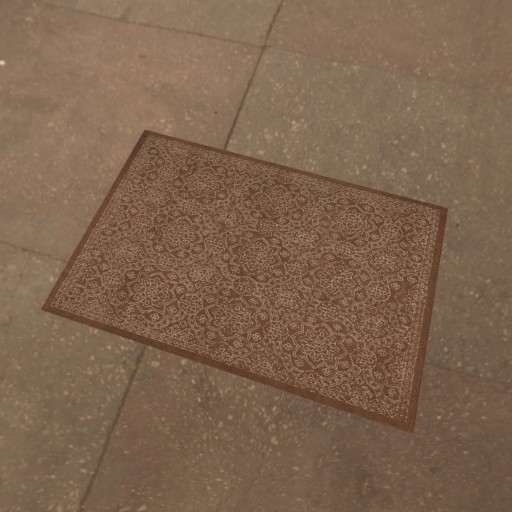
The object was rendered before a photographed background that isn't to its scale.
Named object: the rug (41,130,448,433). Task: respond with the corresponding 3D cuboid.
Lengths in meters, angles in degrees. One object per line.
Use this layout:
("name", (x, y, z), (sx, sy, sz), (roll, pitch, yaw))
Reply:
("rug", (0.000, 0.000, 2.309), (1.829, 0.010, 1.219), (16, 64, 8))
